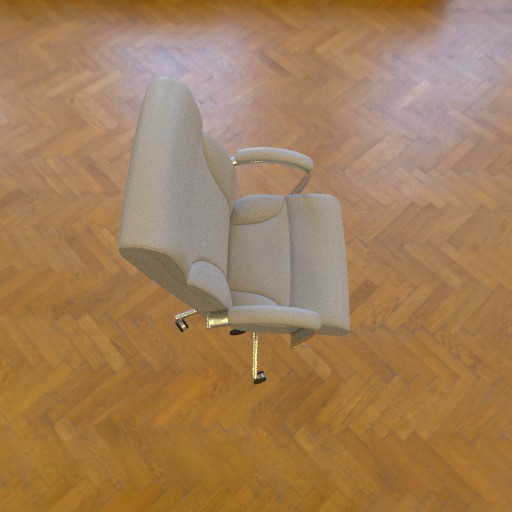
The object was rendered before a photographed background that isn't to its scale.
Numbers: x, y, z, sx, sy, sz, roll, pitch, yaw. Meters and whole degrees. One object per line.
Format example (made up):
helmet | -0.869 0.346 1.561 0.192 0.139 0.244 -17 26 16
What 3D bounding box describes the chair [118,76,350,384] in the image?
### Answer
chair | 0.000 0.000 1.617 0.745 1.099 0.727 1 64 0
